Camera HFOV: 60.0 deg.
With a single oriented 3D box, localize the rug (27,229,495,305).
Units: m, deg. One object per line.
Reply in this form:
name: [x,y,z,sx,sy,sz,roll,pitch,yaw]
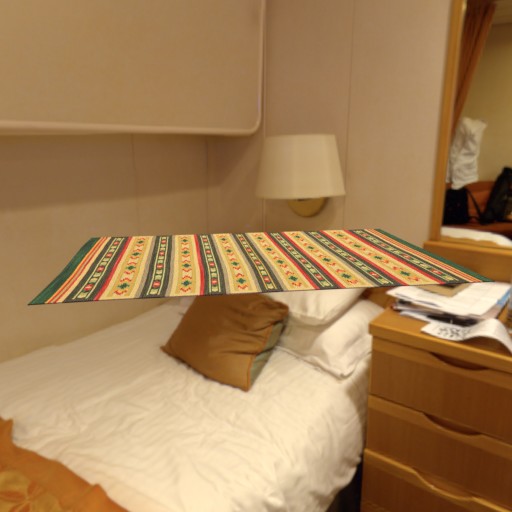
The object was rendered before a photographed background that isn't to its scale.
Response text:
rug: [0.000,0.000,3.002,2.447,0.011,1.520,-2,15,-8]
